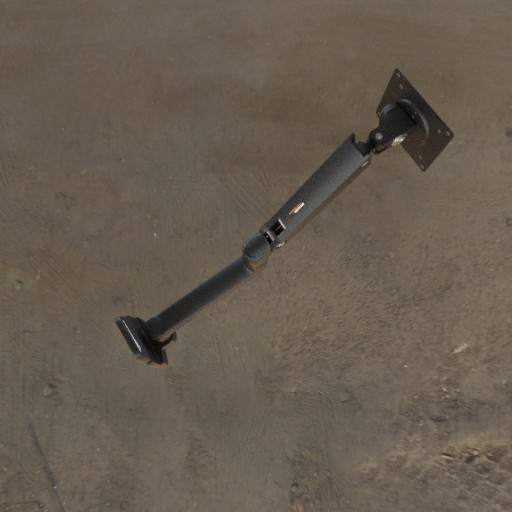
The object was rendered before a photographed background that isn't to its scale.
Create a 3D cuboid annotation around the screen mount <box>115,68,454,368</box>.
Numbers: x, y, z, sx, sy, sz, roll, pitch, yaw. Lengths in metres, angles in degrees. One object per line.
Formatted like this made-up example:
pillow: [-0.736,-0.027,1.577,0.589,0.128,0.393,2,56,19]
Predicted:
screen mount: [0.000,0.000,0.732,0.495,0.466,0.115,-32,77,-8]
